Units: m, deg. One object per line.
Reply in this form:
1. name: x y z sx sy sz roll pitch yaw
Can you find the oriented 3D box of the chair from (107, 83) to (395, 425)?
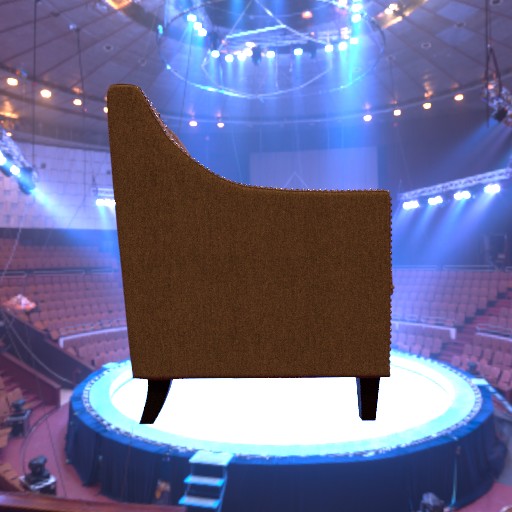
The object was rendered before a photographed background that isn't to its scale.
1. chair: 0.000 0.000 1.625 0.884 0.967 0.776 0 -2 -1
